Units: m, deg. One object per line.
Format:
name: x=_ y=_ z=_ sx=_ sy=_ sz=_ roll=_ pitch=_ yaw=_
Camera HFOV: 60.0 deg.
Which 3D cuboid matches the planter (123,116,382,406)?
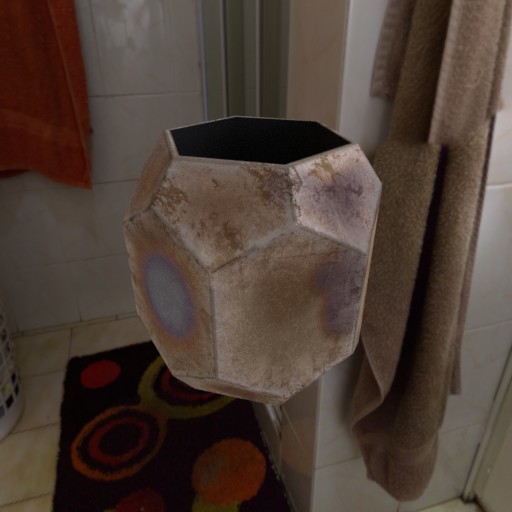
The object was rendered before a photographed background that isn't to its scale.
planter: x=0.000 y=0.000 z=0.442 sx=0.243 sy=0.238 sz=0.221 roll=-7 pitch=30 yaw=-13
